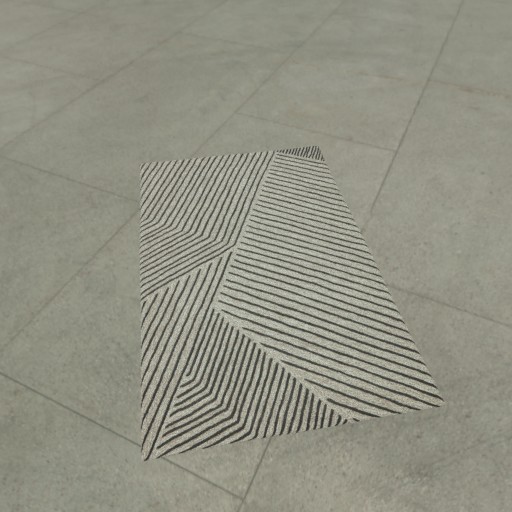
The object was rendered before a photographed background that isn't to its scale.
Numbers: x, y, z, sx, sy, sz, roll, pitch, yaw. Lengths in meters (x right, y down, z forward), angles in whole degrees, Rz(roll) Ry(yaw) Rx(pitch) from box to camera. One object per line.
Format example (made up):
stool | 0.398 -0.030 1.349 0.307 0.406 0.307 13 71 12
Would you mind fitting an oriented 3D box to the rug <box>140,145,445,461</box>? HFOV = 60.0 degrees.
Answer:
rug | 0.000 0.000 2.980 1.539 0.023 2.406 -8 48 -7
